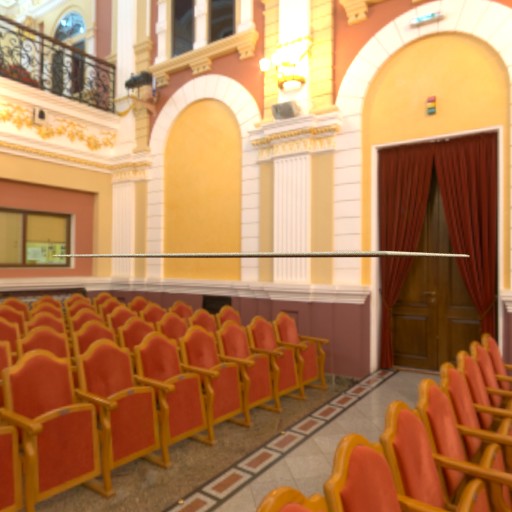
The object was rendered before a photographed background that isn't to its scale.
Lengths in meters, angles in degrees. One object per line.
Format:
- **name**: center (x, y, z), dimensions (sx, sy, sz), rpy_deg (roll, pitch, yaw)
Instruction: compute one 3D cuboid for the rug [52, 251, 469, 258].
- **rug**: center (0.000, 0.000, 2.337), dimensions (1.840, 0.012, 1.219), rpy_deg (0, -1, 36)
